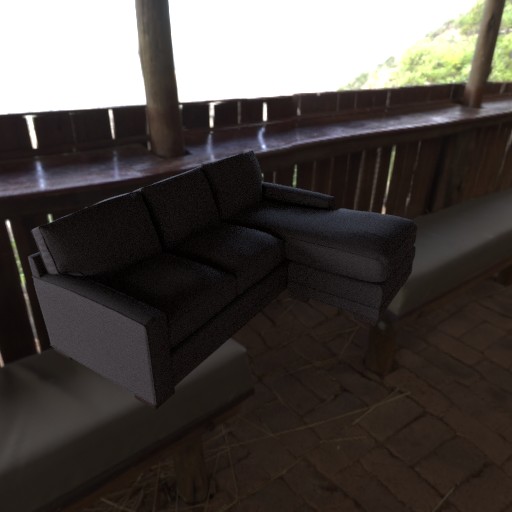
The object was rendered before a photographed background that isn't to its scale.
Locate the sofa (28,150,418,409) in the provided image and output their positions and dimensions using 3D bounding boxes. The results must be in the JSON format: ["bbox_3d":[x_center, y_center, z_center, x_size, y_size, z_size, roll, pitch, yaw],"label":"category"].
[{"bbox_3d":[0.000,0.000,3.241,1.790,0.973,2.370,17,31,29],"label":"sofa"}]
